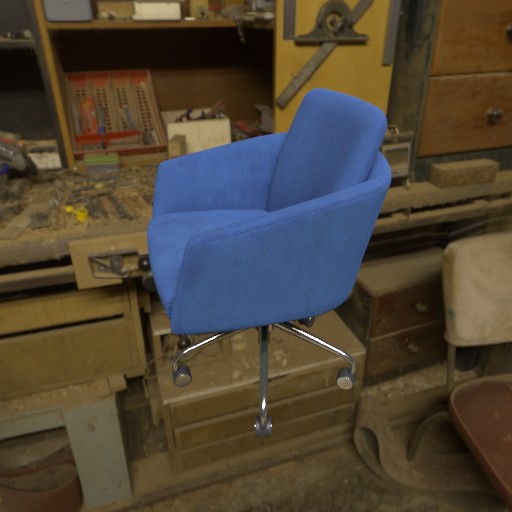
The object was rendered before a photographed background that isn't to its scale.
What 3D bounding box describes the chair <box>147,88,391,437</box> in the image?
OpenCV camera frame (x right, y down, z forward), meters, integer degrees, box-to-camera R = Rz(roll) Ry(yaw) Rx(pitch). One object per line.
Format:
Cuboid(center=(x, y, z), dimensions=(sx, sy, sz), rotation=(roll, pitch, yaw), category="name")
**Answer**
Cuboid(center=(0.000, 0.000, 1.363), dimensions=(0.635, 0.908, 0.641), rotation=(-8, 30, -15), category="chair")
